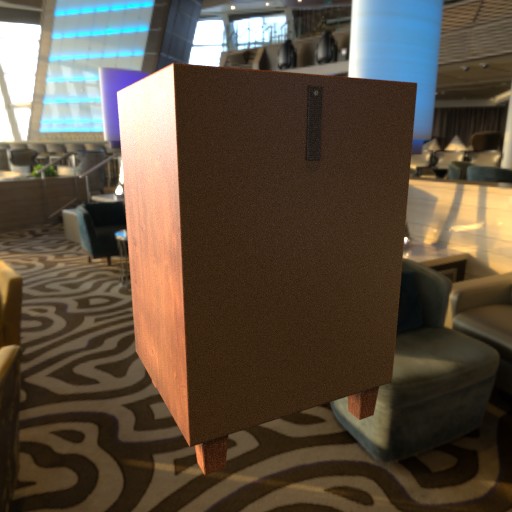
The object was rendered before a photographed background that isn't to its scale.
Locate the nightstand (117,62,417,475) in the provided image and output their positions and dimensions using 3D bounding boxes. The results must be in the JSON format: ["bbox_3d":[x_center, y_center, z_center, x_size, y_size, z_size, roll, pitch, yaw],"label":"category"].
[{"bbox_3d":[0.000,0.000,0.971,0.465,0.695,0.410,-7,16,-27],"label":"nightstand"}]
